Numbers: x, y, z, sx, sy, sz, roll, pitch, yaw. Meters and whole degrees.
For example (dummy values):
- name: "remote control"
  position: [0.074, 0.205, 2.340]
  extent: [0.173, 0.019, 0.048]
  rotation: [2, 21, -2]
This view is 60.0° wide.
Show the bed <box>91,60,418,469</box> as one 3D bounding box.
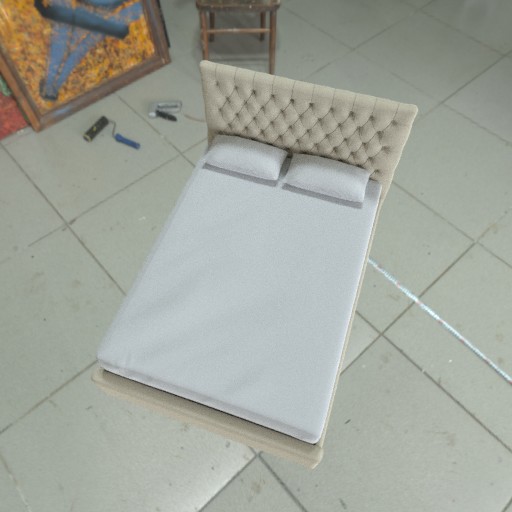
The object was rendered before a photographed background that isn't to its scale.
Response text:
- name: "bed"
  position: [0.000, 0.000, 3.338]
  extent: [1.698, 1.427, 2.387]
  rotation: [16, 60, 10]
